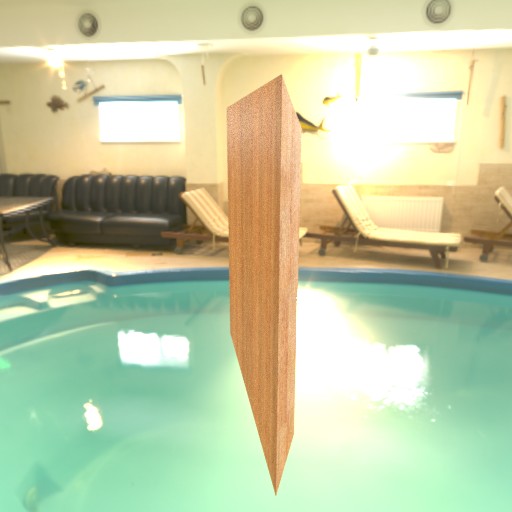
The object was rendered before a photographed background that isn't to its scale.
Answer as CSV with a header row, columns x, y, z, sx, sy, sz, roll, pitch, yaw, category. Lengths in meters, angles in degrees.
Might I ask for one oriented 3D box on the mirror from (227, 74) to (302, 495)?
x,y,z,sx,sy,sz,roll,pitch,yaw,category
0.000,0.000,0.961,0.047,0.651,0.651,-3,15,-10,mirror
